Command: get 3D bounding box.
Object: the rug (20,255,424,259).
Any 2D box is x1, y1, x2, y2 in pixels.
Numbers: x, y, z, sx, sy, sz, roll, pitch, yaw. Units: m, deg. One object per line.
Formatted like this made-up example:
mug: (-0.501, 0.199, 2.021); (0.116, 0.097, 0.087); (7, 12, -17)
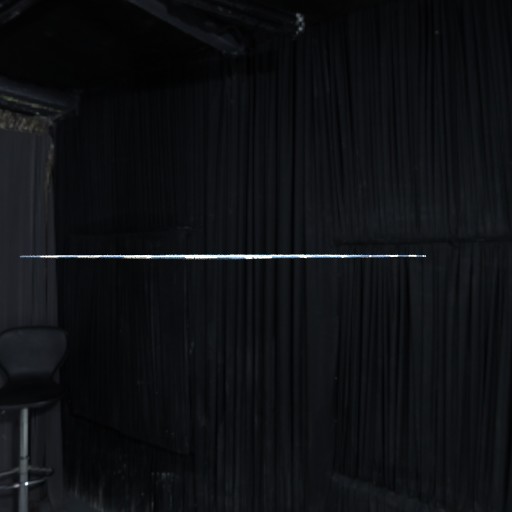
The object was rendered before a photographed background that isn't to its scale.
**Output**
rug: (0.000, 0.000, 2.189); (1.153, 0.010, 1.755); (0, 0, 37)
